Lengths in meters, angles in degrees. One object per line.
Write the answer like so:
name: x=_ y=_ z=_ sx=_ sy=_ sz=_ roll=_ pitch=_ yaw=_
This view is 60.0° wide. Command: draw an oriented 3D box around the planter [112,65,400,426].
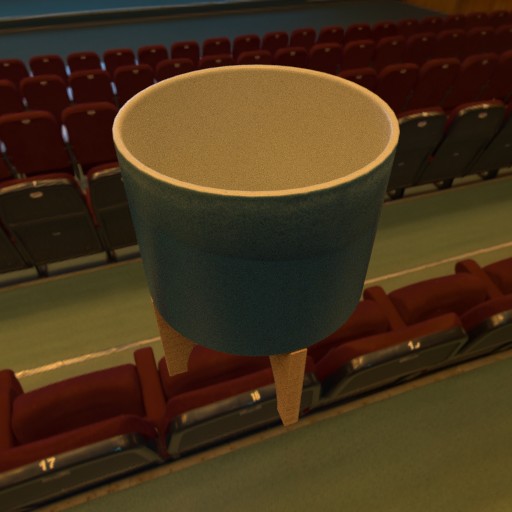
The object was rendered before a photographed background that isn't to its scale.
planter: x=0.000 y=0.000 z=0.393 sx=0.192 sy=0.263 sz=0.192 roll=0 pitch=43 yaw=0
